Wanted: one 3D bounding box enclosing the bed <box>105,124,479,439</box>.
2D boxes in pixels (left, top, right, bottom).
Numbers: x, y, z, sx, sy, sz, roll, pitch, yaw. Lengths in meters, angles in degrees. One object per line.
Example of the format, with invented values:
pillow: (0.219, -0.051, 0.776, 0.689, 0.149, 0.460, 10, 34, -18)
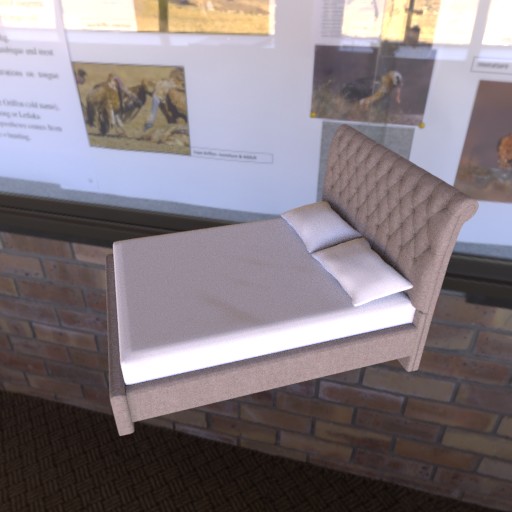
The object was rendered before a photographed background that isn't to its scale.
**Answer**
bed: (0.000, 0.000, 3.327, 2.252, 1.371, 1.645, -9, 33, -14)
